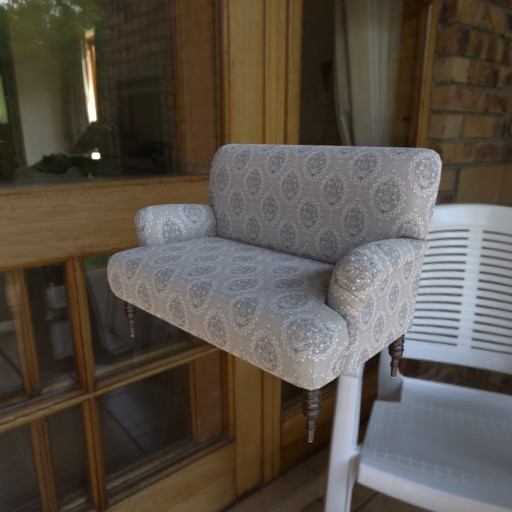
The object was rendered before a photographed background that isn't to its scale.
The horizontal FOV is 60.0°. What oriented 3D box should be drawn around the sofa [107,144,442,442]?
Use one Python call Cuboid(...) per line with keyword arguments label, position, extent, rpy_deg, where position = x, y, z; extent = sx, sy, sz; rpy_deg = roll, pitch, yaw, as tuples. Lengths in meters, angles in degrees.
Cuboid(label="sofa", position=(0.000, 0.000, 1.862), extent=(1.297, 0.889, 0.779), rpy_deg=(15, 21, 43))
